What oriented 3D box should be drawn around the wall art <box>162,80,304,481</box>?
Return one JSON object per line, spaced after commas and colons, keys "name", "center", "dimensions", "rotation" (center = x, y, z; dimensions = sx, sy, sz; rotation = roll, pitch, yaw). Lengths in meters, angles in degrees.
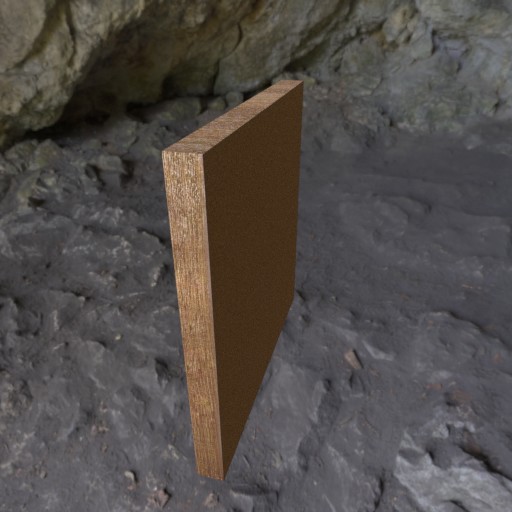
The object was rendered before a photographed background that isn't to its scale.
{"name": "wall art", "center": [0.000, 0.000, 0.612], "dimensions": [0.039, 0.403, 0.406], "rotation": [8, 30, 14]}
